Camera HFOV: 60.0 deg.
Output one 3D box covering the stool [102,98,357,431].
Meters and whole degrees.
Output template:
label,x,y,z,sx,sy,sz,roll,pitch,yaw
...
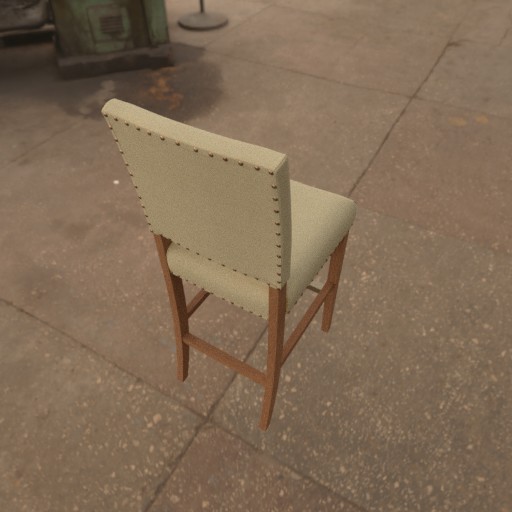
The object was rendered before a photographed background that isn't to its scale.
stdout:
label,x,y,z,sx,sy,sz,roll,pitch,yaw
stool,0.000,0.000,1.440,0.445,1.168,0.584,23,50,21
